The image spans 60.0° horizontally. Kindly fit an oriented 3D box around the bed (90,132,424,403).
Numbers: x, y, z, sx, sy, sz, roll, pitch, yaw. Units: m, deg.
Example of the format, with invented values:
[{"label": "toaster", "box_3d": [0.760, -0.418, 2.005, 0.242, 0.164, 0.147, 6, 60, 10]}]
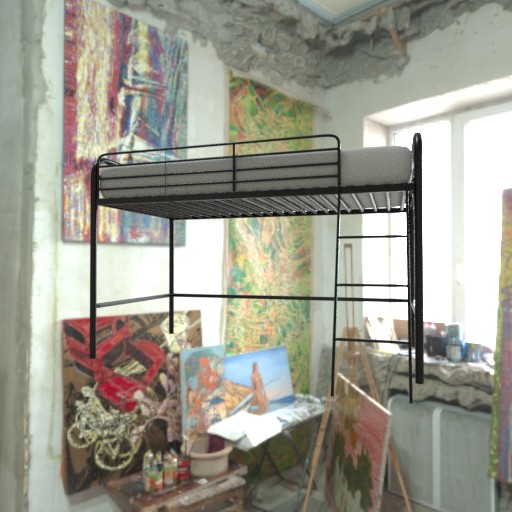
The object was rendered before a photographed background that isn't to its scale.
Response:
[{"label": "bed", "box_3d": [0.000, 0.000, 2.836, 1.968, 1.289, 1.393, 0, -1, 17]}]
